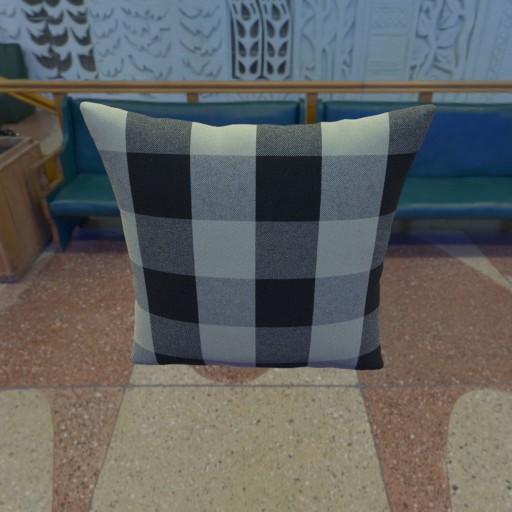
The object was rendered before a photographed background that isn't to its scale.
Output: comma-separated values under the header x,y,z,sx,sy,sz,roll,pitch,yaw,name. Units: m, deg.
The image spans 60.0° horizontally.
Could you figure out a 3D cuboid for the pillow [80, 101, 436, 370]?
x,y,z,sx,sy,sz,roll,pitch,yaw,name
0.000,0.000,0.763,0.511,0.509,0.161,1,31,2,pillow
